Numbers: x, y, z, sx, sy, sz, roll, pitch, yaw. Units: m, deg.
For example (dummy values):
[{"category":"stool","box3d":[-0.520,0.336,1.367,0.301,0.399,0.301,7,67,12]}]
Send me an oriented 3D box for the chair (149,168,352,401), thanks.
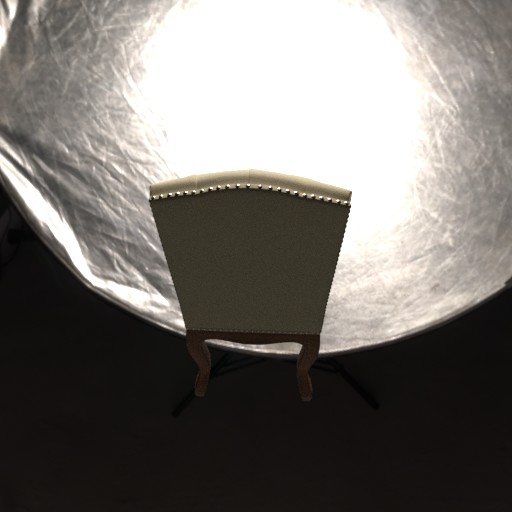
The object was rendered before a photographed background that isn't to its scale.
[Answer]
[{"category":"chair","box3d":[0.000,0.000,1.615,0.623,1.165,0.715,2,46,2]}]
